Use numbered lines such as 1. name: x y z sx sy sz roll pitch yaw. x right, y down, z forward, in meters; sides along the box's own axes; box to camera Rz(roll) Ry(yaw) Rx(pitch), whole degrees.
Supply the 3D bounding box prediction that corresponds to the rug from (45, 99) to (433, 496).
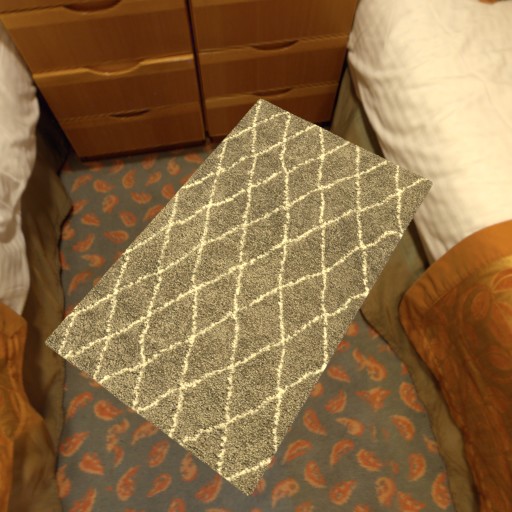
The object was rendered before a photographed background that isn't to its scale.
1. rug: 0.000 0.000 2.997 1.524 0.030 2.438 31 68 14
